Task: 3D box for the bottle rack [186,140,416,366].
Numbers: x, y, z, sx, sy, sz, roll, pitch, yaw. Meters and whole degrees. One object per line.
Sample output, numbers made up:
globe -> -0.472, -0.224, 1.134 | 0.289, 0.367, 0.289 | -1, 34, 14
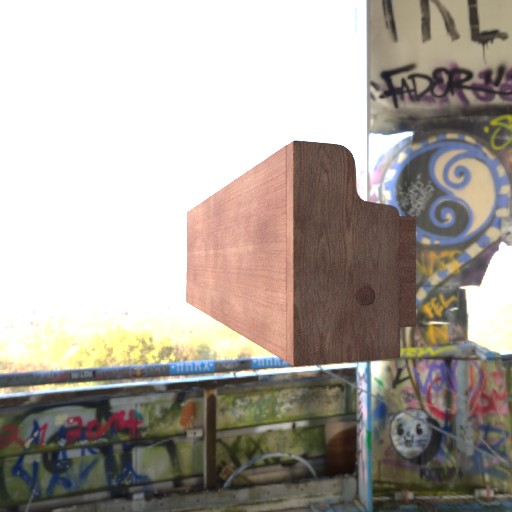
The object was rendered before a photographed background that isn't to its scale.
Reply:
bottle rack -> 0.000, 0.000, 0.692 | 0.126, 0.196, 0.608 | 0, -1, -18
